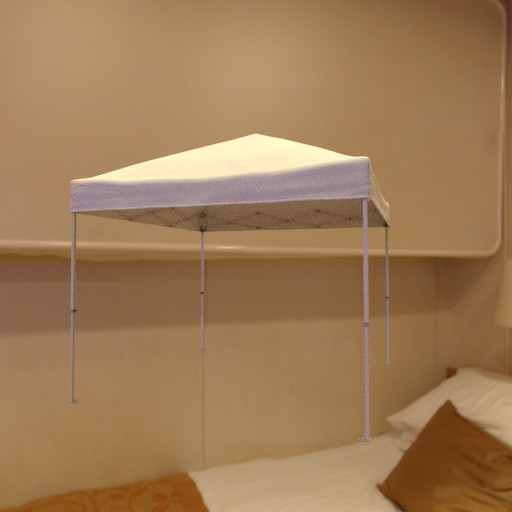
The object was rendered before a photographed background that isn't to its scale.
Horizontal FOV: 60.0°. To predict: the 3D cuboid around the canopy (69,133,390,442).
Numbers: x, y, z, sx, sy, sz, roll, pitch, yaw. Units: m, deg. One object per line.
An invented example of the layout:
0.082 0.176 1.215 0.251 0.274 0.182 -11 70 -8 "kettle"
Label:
0.000 0.000 5.408 2.996 2.997 2.998 0 -1 20 "canopy"
